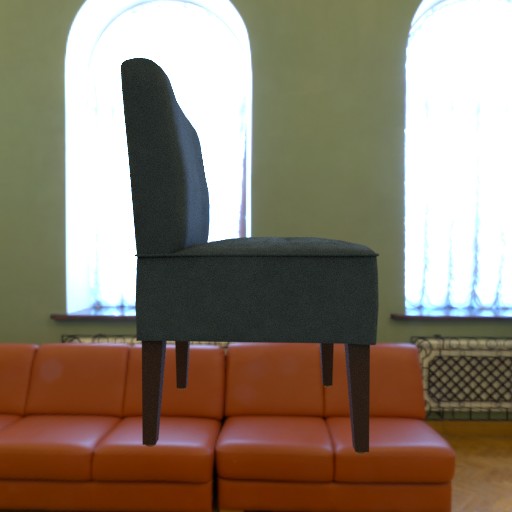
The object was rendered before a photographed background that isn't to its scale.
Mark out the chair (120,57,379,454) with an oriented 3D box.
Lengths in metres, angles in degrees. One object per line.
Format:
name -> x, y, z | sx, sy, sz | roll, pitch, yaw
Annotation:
chair -> 0.000, 0.000, 1.130 | 0.551, 0.806, 0.521 | 0, 1, 0
